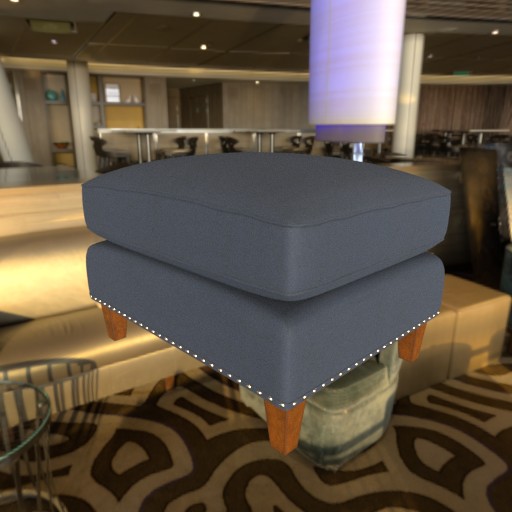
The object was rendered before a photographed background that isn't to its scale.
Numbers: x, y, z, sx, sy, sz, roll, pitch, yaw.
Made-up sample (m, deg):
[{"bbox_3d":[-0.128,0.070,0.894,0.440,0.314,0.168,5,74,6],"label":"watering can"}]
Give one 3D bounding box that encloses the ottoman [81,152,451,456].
[{"bbox_3d":[0.000,0.000,1.131,0.584,0.513,0.741,-15,21,-42],"label":"ottoman"}]
